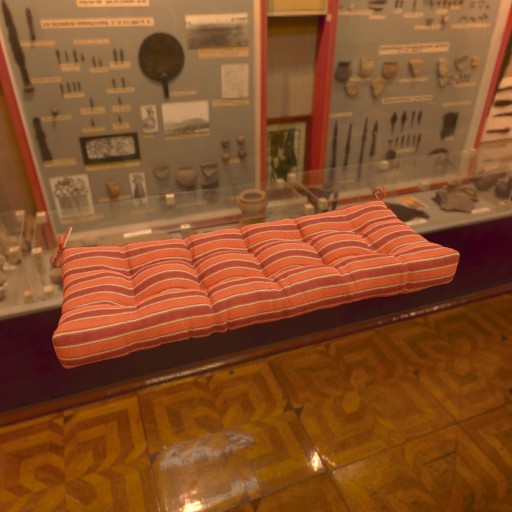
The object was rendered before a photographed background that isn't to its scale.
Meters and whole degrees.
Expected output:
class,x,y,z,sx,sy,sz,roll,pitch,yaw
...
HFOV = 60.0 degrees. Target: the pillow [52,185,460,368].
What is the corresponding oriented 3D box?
class,x,y,z,sx,sy,sz,roll,pitch,yaw
pillow,0.000,0.000,1.357,1.194,0.174,0.511,-10,33,-16
